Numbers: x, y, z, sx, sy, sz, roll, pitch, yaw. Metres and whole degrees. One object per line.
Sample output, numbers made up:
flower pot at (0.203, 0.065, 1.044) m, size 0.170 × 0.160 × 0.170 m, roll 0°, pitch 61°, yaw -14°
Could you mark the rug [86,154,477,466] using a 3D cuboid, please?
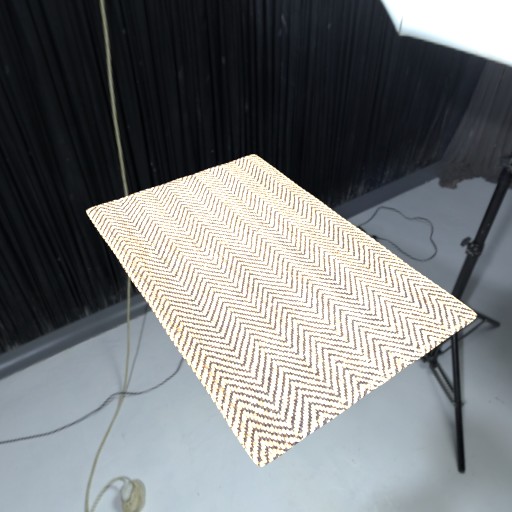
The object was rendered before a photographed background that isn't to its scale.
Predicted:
rug at (0.000, 0.000, 2.324) m, size 1.219 × 0.008 × 1.828 m, roll -24°, pitch 47°, yaw -25°
